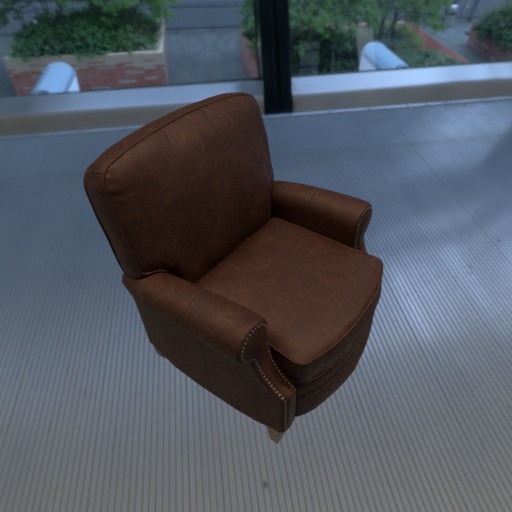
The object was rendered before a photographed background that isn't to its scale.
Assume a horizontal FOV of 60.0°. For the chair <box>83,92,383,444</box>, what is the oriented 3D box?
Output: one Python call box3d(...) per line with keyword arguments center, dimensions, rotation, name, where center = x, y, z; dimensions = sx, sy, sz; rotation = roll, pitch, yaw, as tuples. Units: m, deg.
box3d(center=(0.000, 0.000, 1.765), dimensions=(0.986, 1.018, 0.936), rotation=(26, 48, 26), name="chair")
